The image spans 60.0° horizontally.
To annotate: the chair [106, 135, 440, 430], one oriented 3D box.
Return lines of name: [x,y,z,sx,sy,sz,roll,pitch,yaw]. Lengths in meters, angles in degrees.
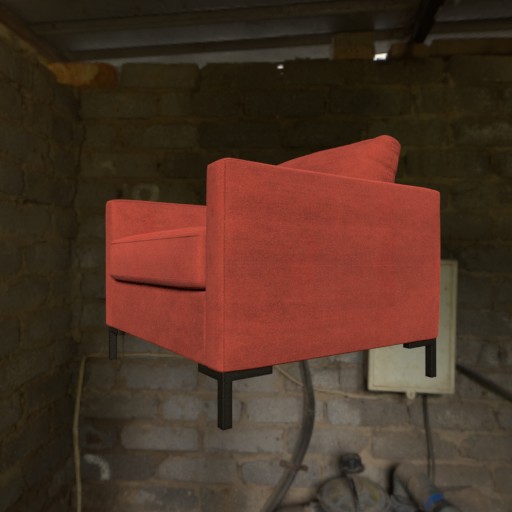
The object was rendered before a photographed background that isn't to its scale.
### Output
chair: [0.000,0.000,1.618,0.875,0.812,0.964,0,-1,-34]
